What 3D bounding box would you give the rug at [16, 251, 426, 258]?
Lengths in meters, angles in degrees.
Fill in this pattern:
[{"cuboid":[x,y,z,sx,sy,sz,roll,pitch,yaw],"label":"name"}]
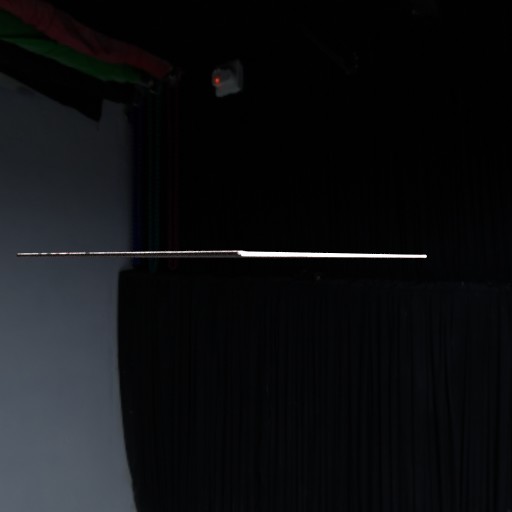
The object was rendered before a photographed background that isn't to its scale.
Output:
[{"cuboid":[0.000,0.000,2.283,1.225,0.015,1.840,0,0,36],"label":"rug"}]
